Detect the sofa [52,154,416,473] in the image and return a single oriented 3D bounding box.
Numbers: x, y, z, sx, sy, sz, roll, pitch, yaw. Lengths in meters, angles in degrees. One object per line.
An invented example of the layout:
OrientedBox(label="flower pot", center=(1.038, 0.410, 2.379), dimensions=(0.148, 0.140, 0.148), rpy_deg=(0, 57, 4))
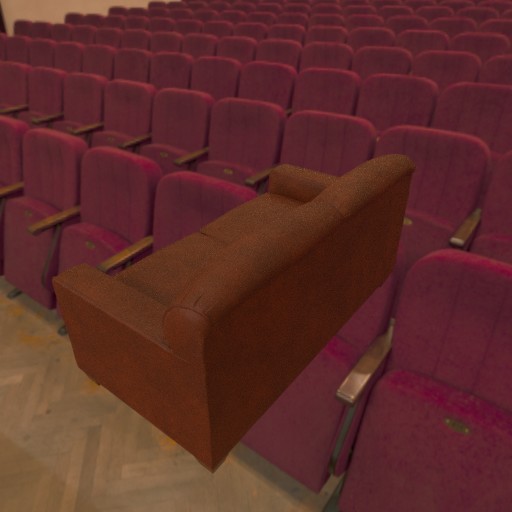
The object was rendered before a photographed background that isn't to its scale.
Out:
OrientedBox(label="sofa", center=(0.000, 0.000, 2.437), dimensions=(1.000, 0.966, 1.856), rpy_deg=(22, 38, 31))
